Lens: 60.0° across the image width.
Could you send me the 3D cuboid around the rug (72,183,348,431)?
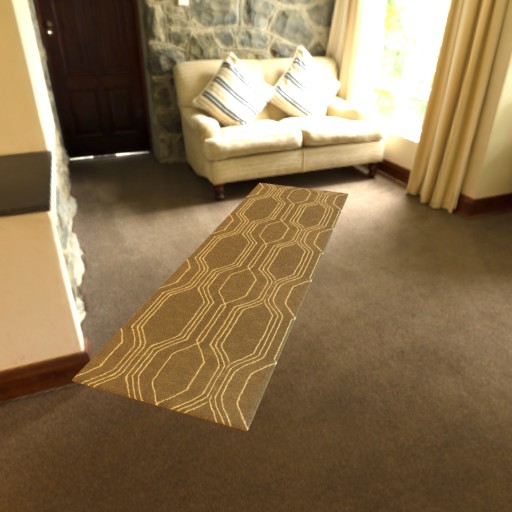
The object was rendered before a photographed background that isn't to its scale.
[{"bbox_3d":[0.000,0.000,2.737,0.773,0.012,2.464,10,31,16],"label":"rug"}]
